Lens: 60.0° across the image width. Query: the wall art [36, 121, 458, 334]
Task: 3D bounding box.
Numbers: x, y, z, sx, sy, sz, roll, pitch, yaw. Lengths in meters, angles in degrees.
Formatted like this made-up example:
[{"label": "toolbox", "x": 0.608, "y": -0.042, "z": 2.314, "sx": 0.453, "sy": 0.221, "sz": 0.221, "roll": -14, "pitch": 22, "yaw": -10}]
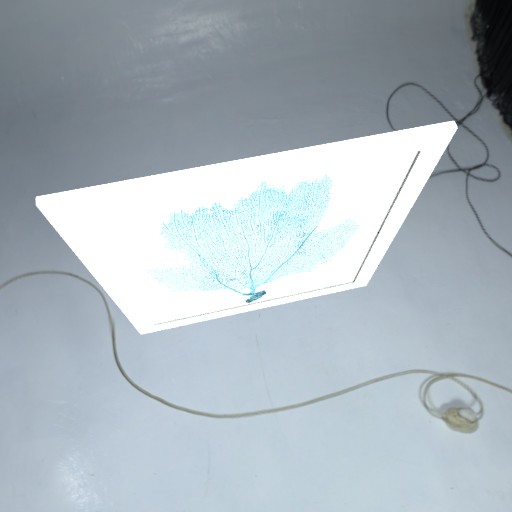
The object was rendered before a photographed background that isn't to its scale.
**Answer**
[{"label": "wall art", "x": 0.000, "y": 0.000, "z": 0.862, "sx": 0.584, "sy": 0.584, "sz": 0.013, "roll": -12, "pitch": 64, "yaw": -6}]
